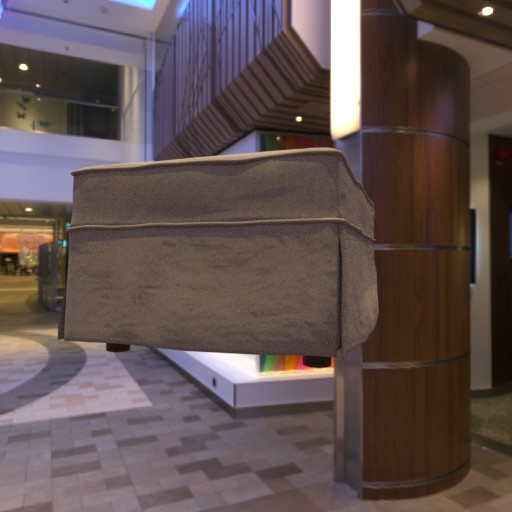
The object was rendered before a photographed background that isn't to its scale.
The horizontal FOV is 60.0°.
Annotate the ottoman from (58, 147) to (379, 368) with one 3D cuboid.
[{"bbox_3d":[0.000,0.000,1.355,0.703,0.479,0.944,0,-1,19],"label":"ottoman"}]
